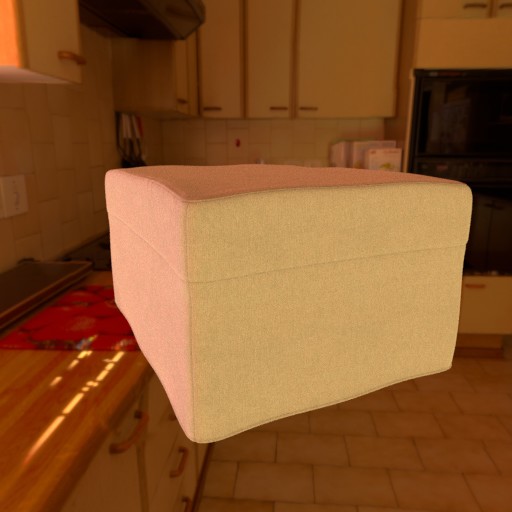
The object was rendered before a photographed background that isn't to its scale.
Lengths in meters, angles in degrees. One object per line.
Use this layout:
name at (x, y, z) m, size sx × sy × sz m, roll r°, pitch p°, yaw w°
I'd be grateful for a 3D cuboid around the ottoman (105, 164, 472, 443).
ottoman at (0.000, 0.000, 1.199) m, size 0.648 × 0.461 × 0.833 m, roll -7°, pitch 16°, yaw -25°
